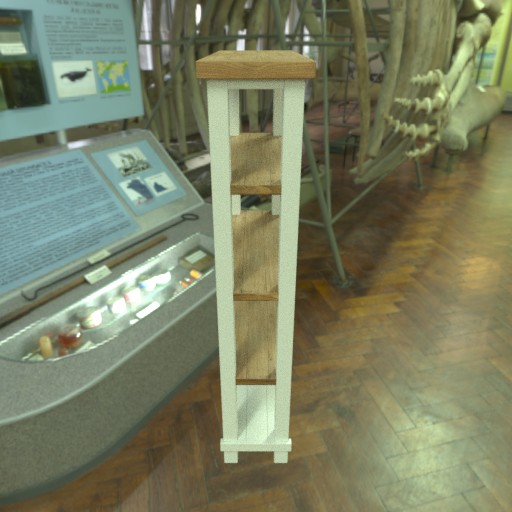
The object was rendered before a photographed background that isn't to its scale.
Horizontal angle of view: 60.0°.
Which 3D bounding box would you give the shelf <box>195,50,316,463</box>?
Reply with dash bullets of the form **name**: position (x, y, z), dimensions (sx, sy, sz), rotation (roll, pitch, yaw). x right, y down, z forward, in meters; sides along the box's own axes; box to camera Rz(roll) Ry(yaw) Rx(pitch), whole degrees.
- **shelf**: position (0.000, 0.000, 2.268), dimensions (0.381, 1.878, 1.022), rotation (0, 27, 0)
